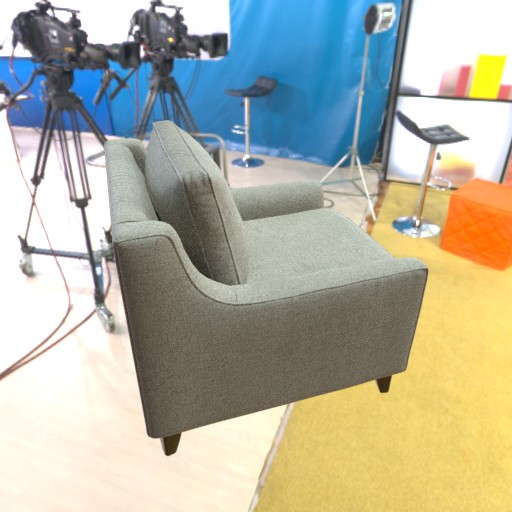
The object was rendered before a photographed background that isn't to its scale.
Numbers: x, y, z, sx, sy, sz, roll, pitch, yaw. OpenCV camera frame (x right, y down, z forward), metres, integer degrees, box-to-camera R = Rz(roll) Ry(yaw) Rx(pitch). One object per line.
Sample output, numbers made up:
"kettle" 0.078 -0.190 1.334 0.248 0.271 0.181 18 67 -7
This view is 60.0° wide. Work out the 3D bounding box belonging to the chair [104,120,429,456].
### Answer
"chair" 0.000 0.000 1.581 0.918 0.864 0.838 -9 31 -15
